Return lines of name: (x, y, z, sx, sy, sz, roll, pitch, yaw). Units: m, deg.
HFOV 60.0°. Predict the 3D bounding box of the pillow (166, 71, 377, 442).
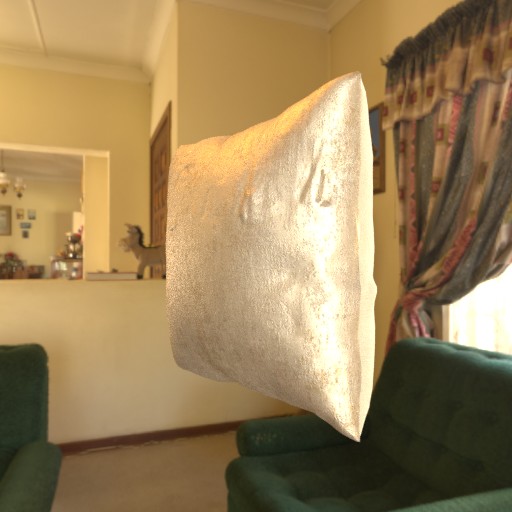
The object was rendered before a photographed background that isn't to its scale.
pillow: (0.000, 0.000, 0.714, 0.245, 0.448, 0.450, 0, -1, -36)
